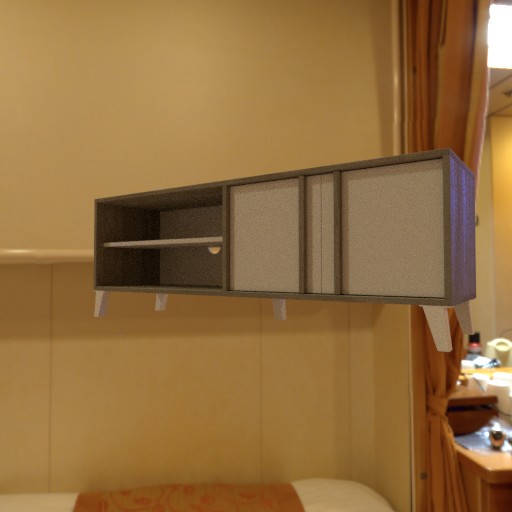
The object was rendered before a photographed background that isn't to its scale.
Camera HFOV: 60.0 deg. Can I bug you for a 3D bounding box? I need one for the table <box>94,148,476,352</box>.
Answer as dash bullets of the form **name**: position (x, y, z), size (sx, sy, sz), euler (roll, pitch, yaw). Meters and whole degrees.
- **table**: position (0.000, 0.000, 1.736), size (1.500, 0.530, 0.400), euler (-1, -2, 35)
